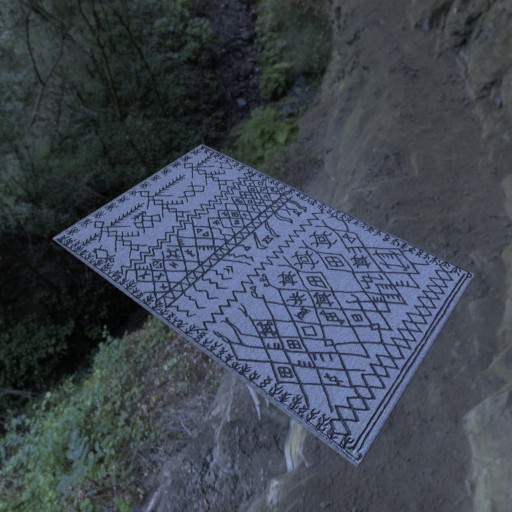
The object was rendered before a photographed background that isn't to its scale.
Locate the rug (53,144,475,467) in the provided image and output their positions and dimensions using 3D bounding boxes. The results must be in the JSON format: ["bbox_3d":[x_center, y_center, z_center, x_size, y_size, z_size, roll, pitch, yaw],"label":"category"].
[{"bbox_3d":[0.000,0.000,3.002,2.444,0.012,1.526,30,54,25],"label":"rug"}]
